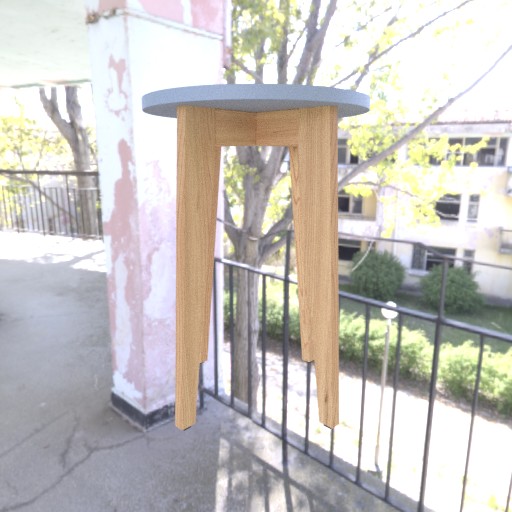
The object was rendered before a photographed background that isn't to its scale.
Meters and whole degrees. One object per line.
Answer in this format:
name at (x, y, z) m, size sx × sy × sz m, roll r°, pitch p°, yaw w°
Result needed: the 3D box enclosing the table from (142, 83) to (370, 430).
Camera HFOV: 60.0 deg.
table at (0.000, 0.000, 0.754) m, size 0.350 × 0.500 × 0.350 m, roll 0°, pitch 13°, yaw 0°
